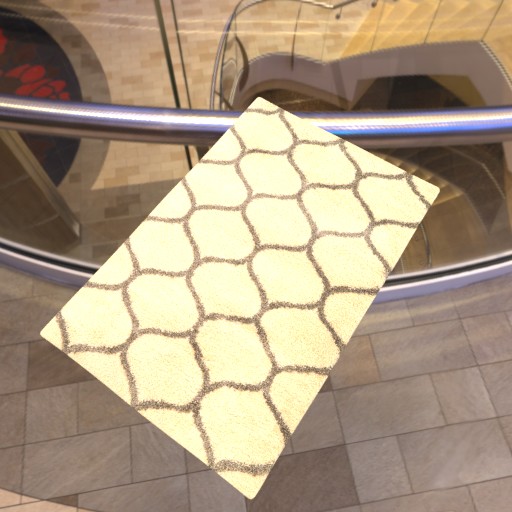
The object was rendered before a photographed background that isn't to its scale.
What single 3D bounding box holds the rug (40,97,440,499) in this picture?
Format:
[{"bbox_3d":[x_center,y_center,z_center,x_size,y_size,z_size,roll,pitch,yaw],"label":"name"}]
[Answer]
[{"bbox_3d":[0.000,0.000,3.344,1.801,0.026,2.701,32,68,14],"label":"rug"}]
